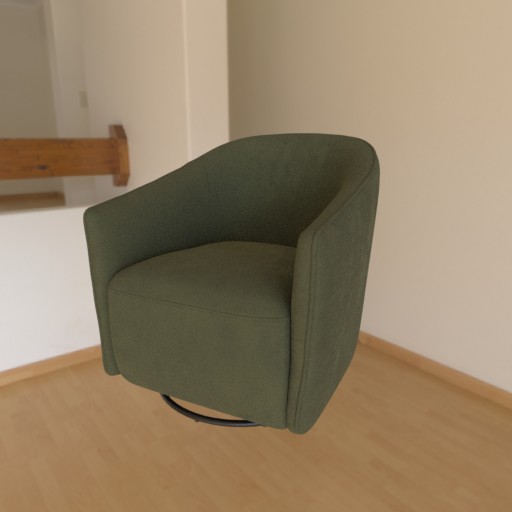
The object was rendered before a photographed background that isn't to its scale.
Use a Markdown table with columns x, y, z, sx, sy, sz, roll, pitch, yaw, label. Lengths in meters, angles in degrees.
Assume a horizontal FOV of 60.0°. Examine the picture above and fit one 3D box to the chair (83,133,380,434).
| x | y | z | sx | sy | sz | roll | pitch | yaw | label |
| --- | --- | --- | --- | --- | --- | --- | --- | --- | --- |
| 0.000 | 0.000 | 1.483 | 0.747 | 0.799 | 0.875 | 7 | 17 | 26 | chair |
